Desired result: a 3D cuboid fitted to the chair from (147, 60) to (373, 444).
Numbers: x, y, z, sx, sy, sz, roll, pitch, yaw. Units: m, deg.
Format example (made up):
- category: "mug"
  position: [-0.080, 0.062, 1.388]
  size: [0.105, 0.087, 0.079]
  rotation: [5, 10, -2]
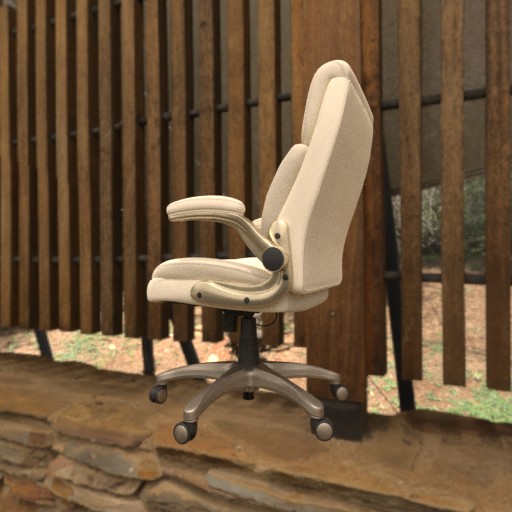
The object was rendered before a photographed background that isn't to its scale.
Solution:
- category: "chair"
  position: [0.000, 0.000, 1.601]
  size: [0.794, 1.110, 0.740]
  rotation: [0, 0, 19]
